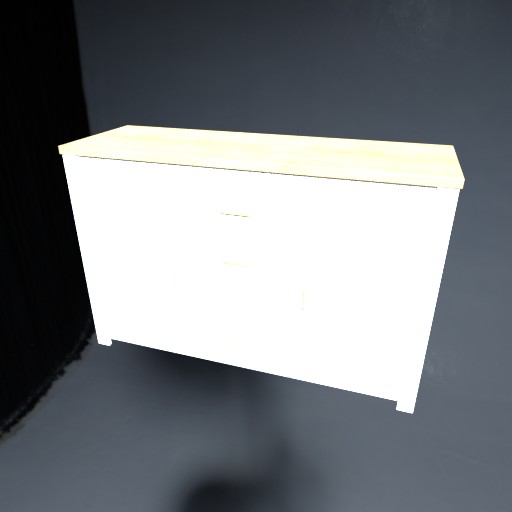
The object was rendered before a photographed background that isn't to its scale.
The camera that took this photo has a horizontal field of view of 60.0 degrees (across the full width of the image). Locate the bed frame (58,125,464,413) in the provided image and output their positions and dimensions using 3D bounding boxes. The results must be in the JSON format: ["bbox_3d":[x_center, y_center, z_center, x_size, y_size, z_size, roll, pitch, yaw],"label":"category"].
[{"bbox_3d":[0.000,0.000,1.723,1.300,0.850,0.430,8,27,16],"label":"bed frame"}]
